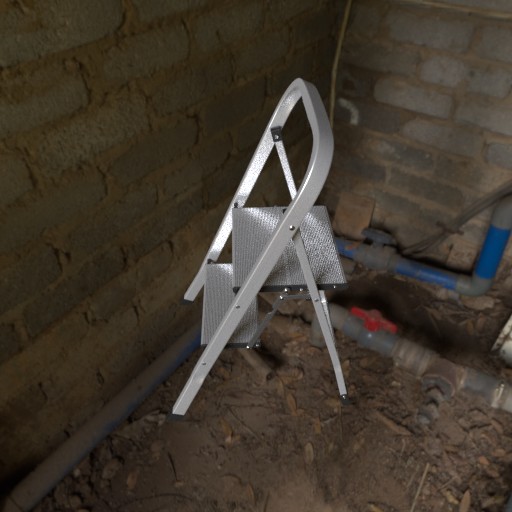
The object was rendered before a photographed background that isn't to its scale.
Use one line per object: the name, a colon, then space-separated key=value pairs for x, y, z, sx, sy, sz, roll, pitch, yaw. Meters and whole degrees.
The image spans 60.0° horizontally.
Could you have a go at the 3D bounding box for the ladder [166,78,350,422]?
ladder: x=0.000 y=0.000 z=1.159 sx=0.530 sy=0.830 sz=0.465 roll=-2 pitch=42 yaw=-2
